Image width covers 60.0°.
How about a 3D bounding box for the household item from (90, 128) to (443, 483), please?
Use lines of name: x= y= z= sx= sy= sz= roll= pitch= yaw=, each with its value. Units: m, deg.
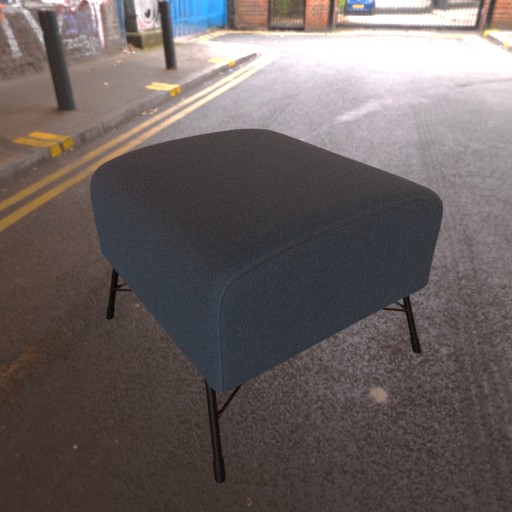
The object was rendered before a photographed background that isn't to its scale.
household item: x=0.000 y=0.000 z=0.924 sx=0.530 sy=0.420 sz=0.530 roll=-20 pitch=37 yaw=-30
